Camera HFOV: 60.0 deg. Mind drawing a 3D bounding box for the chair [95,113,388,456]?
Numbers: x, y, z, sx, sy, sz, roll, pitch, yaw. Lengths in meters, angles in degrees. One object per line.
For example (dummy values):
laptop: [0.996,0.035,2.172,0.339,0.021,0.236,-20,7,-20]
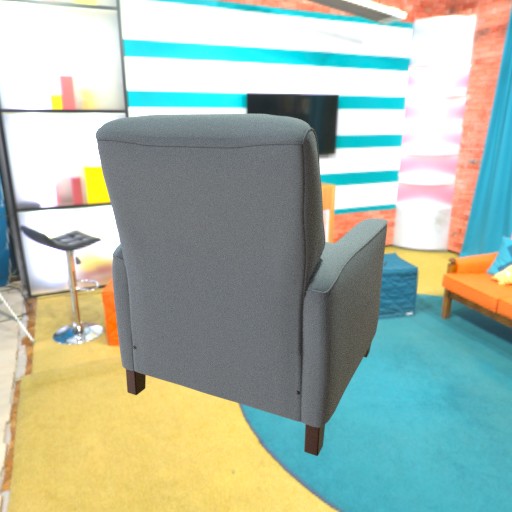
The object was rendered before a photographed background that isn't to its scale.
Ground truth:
chair: [0.000,0.000,1.668,0.853,1.007,0.846,8,19,25]
